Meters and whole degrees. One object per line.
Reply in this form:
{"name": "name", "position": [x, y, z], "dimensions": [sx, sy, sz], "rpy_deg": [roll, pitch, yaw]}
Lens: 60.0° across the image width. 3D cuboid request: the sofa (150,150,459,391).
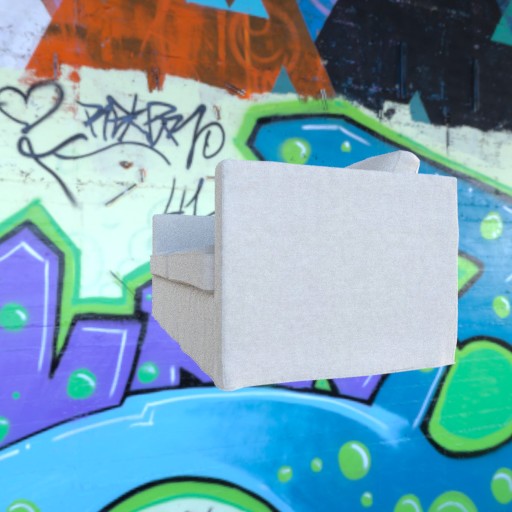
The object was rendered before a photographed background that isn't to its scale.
{"name": "sofa", "position": [0.000, 0.000, 2.410], "dimensions": [0.962, 0.835, 1.959], "rpy_deg": [0, 0, -19]}
